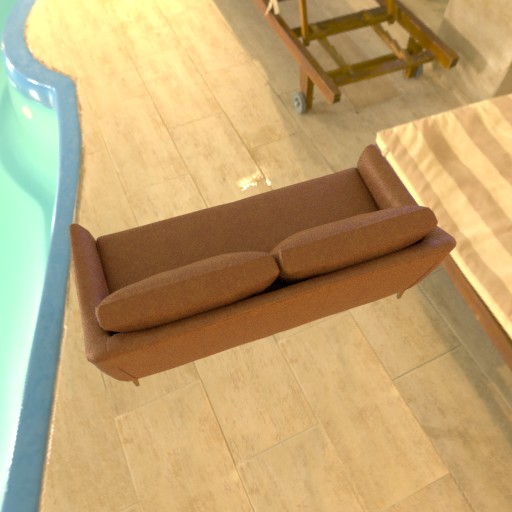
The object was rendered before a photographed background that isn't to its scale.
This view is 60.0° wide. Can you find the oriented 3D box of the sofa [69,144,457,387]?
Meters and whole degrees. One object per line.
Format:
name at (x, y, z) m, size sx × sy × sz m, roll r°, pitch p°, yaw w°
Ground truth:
sofa at (0.000, 0.000, 2.660) m, size 2.036 × 0.945 × 0.981 m, roll -17°, pitch 60°, yaw -10°
